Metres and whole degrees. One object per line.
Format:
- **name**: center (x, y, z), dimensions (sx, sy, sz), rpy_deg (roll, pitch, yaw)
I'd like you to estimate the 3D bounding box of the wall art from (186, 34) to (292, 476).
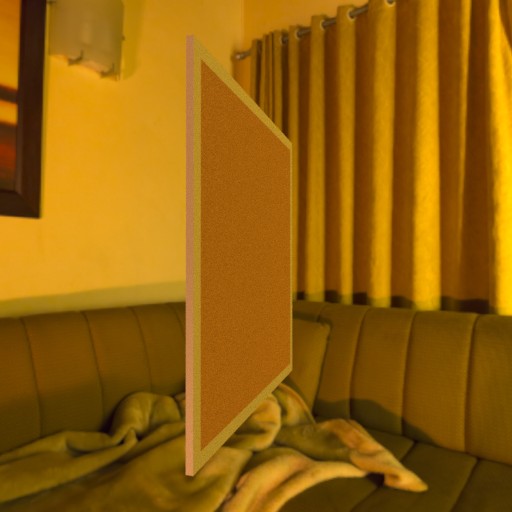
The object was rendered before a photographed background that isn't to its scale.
- **wall art**: center (0.000, 0.000, 0.677), dimensions (0.009, 0.457, 0.456), rpy_deg (0, 0, 18)
